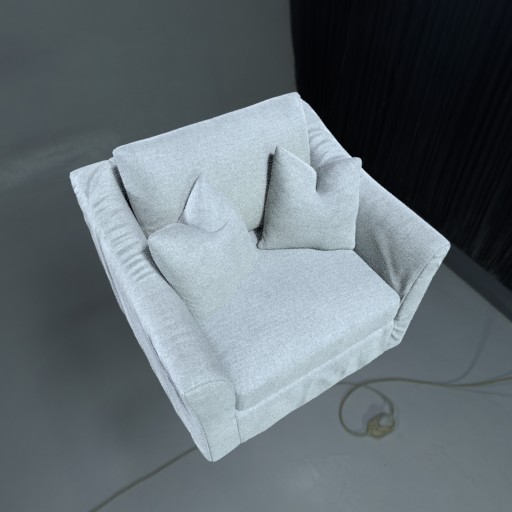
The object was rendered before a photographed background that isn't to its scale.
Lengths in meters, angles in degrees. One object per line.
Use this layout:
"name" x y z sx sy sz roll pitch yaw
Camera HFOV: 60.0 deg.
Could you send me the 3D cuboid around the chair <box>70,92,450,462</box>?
"chair" 0.000 0.000 1.996 1.194 1.059 1.071 -25 53 -21
